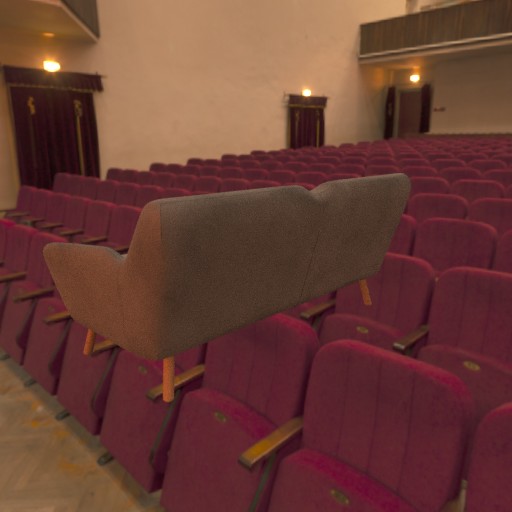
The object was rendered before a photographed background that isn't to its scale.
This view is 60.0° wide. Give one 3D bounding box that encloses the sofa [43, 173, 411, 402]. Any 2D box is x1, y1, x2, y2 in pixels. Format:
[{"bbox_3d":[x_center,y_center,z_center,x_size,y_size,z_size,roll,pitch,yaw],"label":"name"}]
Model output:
[{"bbox_3d":[0.000,0.000,2.314,1.870,0.810,0.850,-14,21,-43],"label":"sofa"}]
